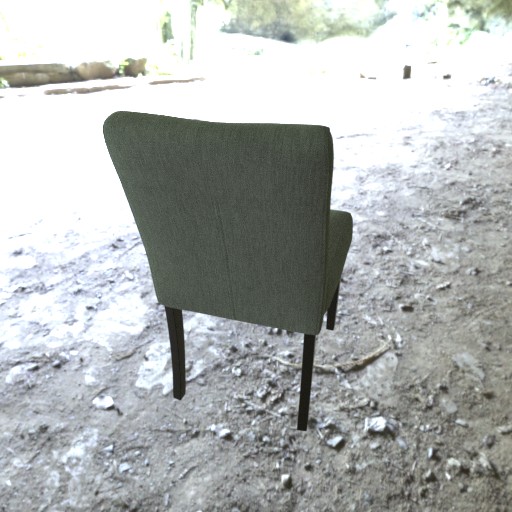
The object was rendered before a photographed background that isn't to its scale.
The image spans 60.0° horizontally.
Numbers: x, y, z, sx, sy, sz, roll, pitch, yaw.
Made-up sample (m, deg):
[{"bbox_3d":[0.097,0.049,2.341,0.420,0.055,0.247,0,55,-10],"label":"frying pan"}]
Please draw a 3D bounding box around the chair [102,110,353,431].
[{"bbox_3d":[0.000,0.000,1.251,0.487,0.884,0.629,9,32,15],"label":"chair"}]
